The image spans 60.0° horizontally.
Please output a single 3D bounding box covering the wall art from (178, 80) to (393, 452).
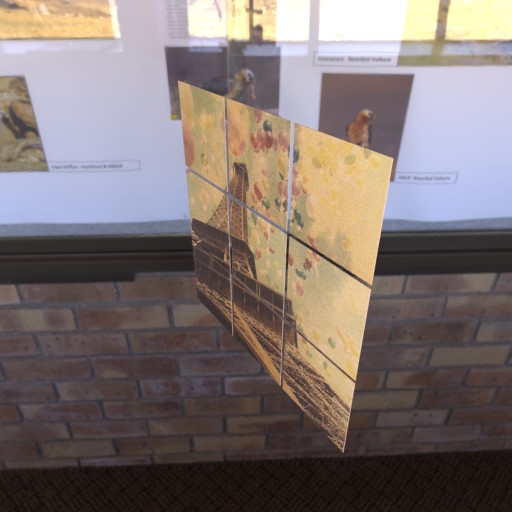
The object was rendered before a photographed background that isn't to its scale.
[{"bbox_3d":[0.000,0.000,2.319,0.002,1.505,1.517,-20,37,-29],"label":"wall art"}]
